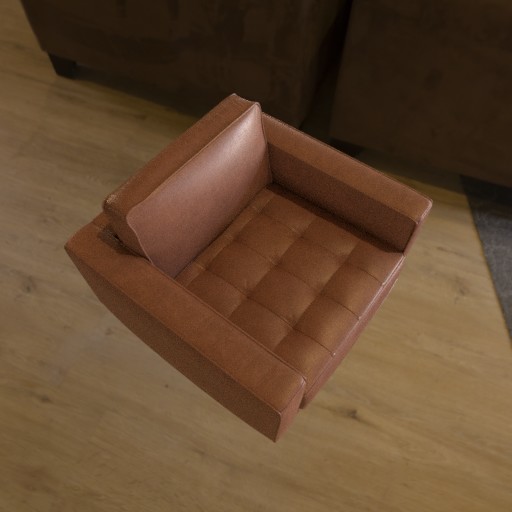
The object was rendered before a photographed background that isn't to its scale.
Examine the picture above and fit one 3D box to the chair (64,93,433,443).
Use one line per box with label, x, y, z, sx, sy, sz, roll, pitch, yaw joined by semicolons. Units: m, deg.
chair;0.000;0.000;1.597;0.900;0.770;0.920;33;64;19
